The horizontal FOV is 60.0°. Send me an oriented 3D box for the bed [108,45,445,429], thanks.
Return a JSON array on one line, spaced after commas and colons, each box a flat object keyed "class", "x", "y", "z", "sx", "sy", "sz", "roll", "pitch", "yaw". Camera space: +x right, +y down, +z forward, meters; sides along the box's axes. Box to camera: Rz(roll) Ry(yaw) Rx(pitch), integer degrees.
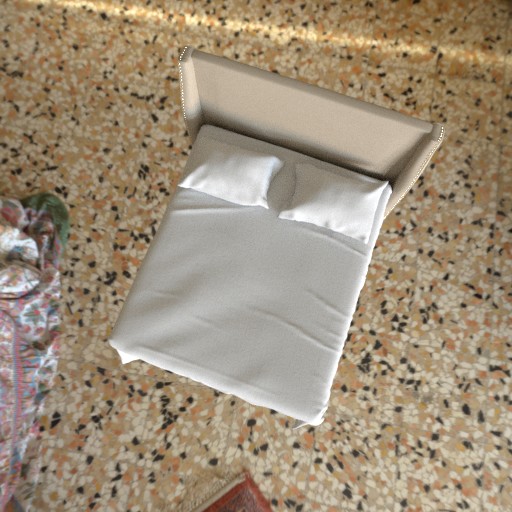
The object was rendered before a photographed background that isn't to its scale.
[{"class": "bed", "x": 0.000, "y": 0.000, "z": 3.410, "sx": 1.925, "sy": 1.332, "sz": 2.276, "roll": 19, "pitch": 76, "yaw": 5}]
